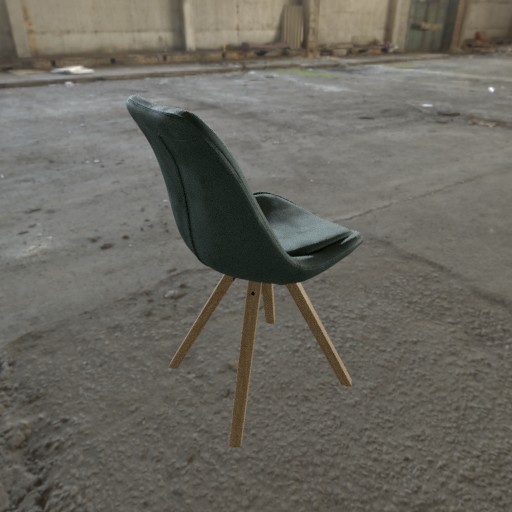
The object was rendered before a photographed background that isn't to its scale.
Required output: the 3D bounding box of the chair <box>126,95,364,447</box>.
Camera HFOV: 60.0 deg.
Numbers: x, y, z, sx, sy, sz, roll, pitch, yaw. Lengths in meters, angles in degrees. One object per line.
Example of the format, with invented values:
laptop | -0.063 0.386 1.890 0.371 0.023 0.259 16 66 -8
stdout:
chair | 0.000 0.000 1.238 0.547 0.865 0.483 -18 33 -31
